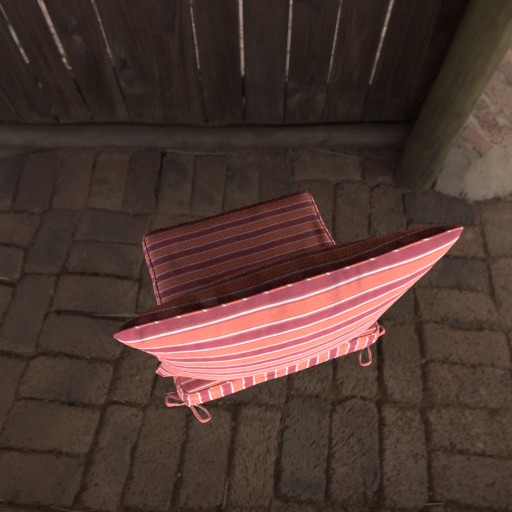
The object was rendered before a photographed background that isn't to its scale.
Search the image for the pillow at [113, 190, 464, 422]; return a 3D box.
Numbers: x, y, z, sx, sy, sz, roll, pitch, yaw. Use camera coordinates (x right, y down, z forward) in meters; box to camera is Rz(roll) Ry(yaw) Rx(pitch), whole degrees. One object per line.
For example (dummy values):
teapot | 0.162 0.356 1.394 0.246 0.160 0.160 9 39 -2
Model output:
pillow | 0.000 0.000 1.366 0.799 0.723 0.733 -16 60 -10
